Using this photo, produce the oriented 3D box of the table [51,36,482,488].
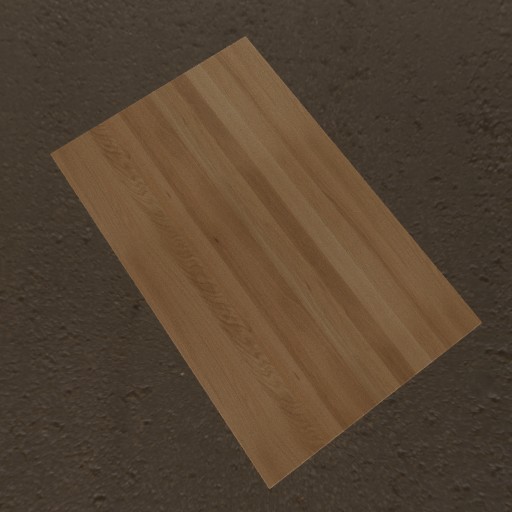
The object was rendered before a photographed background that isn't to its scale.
[{"bbox_3d":[0.000,0.000,1.489,0.700,0.510,1.100,-35,79,-8],"label":"table"}]
